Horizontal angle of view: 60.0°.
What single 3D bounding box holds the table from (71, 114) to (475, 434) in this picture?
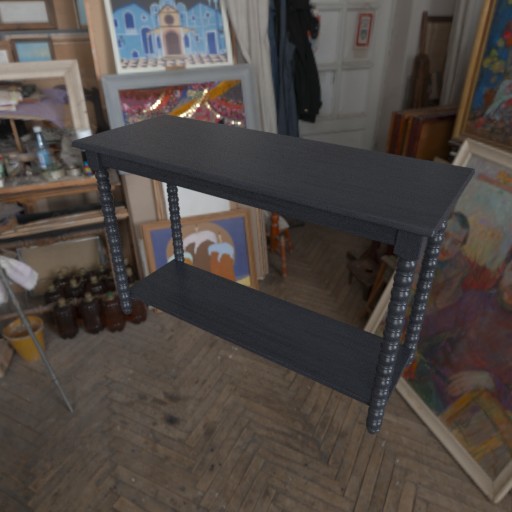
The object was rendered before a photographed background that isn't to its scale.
[{"bbox_3d":[0.000,0.000,1.549,1.184,0.735,0.459,19,36,28],"label":"table"}]
